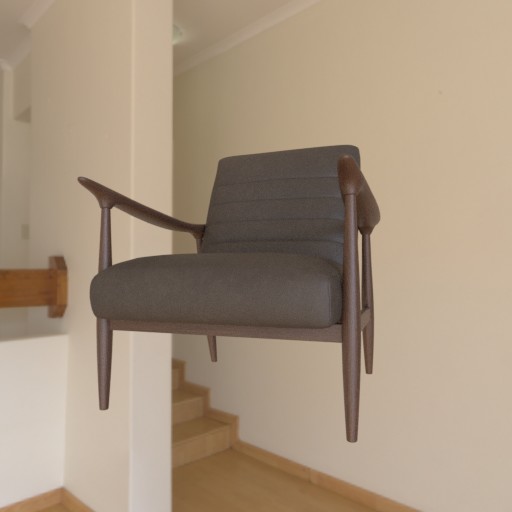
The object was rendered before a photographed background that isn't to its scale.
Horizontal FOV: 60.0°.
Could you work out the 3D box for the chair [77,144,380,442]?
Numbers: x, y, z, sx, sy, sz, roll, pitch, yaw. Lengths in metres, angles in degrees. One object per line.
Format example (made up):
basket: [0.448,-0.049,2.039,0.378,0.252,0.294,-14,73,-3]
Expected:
chair: [0.000,0.000,1.370,0.741,0.831,0.798,-1,-2,19]
